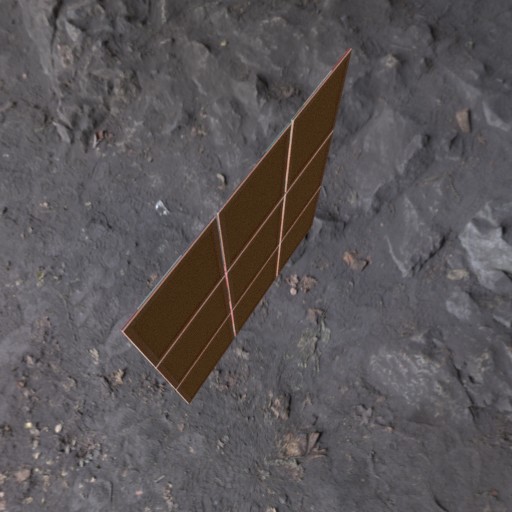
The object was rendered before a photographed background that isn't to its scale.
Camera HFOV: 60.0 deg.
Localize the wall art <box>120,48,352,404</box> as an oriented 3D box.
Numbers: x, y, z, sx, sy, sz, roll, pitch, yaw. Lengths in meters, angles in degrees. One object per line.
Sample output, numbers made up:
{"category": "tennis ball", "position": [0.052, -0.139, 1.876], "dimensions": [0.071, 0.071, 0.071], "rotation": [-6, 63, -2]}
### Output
{"category": "wall art", "position": [0.000, 0.000, 2.333], "dimensions": [0.013, 1.519, 1.521], "rotation": [30, 67, 14]}
